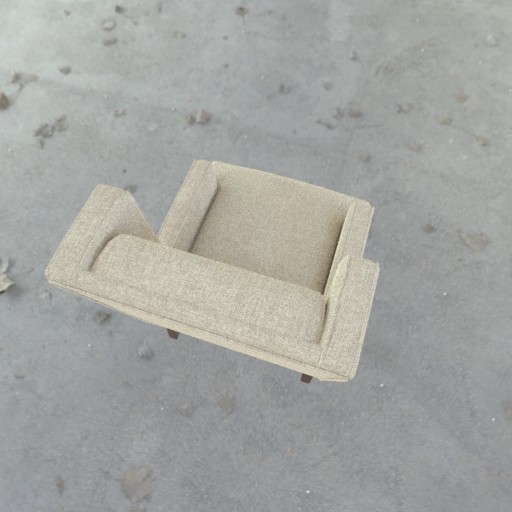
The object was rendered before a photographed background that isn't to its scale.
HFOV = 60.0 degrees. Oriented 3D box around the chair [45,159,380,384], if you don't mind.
[{"bbox_3d":[0.000,0.000,1.664,0.764,1.082,0.948,17,64,8],"label":"chair"}]
